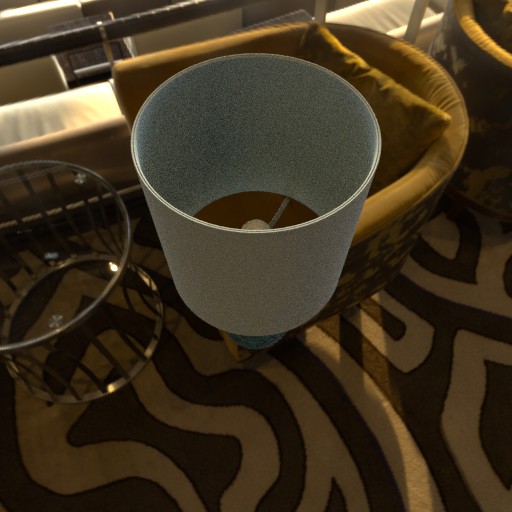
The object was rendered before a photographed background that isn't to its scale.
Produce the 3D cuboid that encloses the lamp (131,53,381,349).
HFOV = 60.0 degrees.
[{"bbox_3d":[0.000,0.000,0.505,0.193,0.377,0.193,-30,63,-17],"label":"lamp"}]
